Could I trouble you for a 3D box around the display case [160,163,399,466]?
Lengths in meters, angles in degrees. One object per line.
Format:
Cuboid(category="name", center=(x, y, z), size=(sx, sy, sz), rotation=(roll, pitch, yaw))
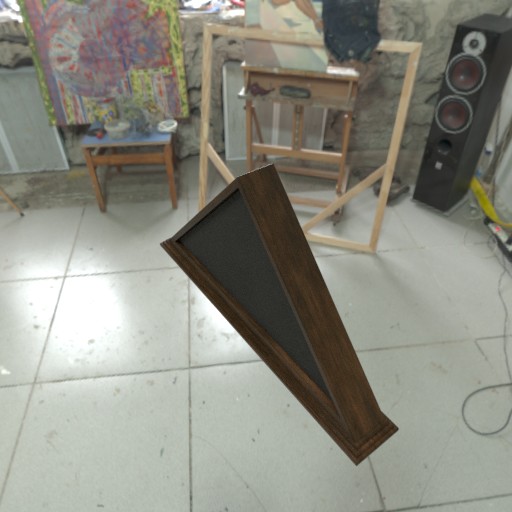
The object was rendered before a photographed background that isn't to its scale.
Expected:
Cuboid(category="display case", center=(0.000, 0.000, 0.768), size=(0.095, 0.340, 0.640), rotation=(-26, 48, -26))
